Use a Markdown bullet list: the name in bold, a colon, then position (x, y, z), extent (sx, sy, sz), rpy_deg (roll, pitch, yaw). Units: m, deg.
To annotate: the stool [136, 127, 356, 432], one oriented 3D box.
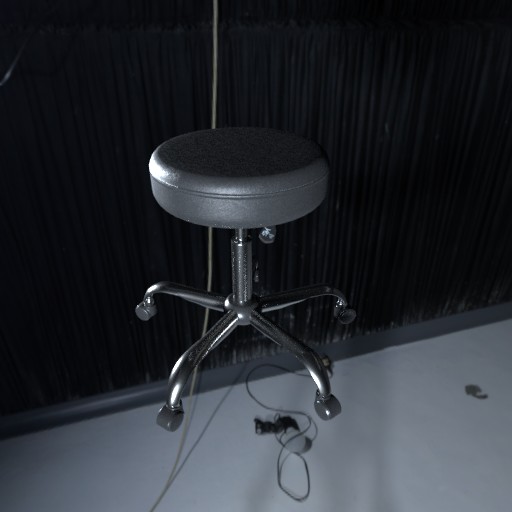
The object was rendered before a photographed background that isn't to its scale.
- **stool**: position (0.000, 0.000, 1.148), extent (0.638, 0.576, 0.673), rpy_deg (-10, 32, -16)
